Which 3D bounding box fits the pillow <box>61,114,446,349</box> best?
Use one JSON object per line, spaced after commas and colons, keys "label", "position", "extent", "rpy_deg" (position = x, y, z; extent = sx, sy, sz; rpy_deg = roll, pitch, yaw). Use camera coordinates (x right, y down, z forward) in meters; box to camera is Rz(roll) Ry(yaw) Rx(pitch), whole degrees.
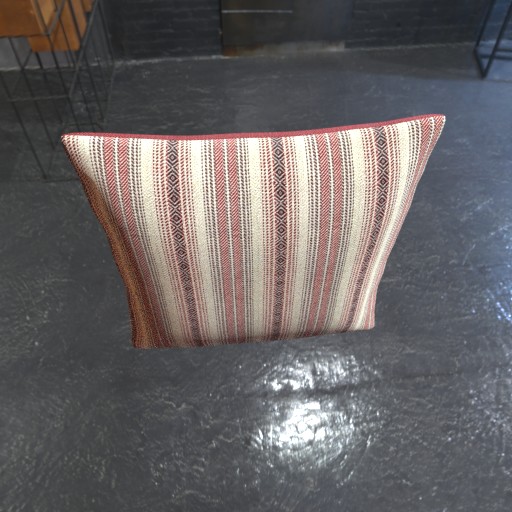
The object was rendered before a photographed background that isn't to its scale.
{"label": "pillow", "position": [0.000, 0.000, 0.757], "extent": [0.513, 0.497, 0.166], "rpy_deg": [-4, 48, -4]}
